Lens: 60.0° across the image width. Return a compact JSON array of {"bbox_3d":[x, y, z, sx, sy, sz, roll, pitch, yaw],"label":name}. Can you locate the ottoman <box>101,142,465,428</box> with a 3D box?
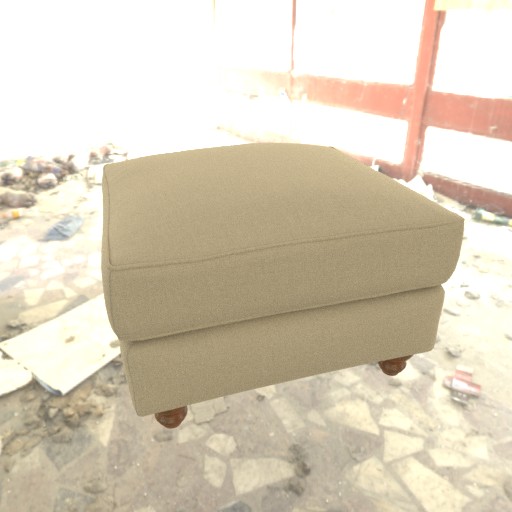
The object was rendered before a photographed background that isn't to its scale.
[{"bbox_3d":[0.000,0.000,1.135,0.716,0.505,0.662,-8,29,-15],"label":"ottoman"}]
